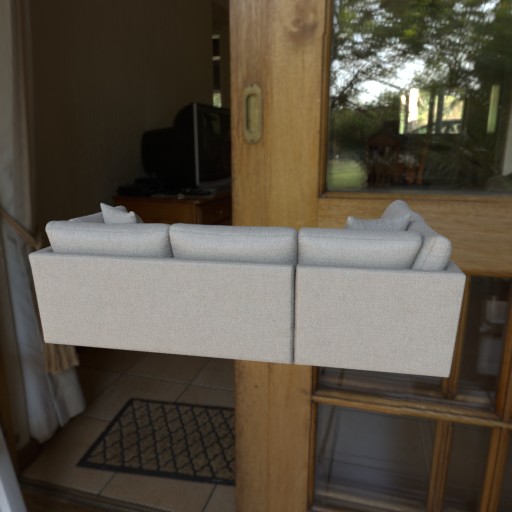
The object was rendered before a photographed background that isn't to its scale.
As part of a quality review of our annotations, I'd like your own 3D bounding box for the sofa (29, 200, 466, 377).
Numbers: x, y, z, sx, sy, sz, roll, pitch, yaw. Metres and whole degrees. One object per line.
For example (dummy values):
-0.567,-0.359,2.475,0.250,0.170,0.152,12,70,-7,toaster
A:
0.000,0.000,3.855,2.896,0.978,1.994,3,15,10,sofa
